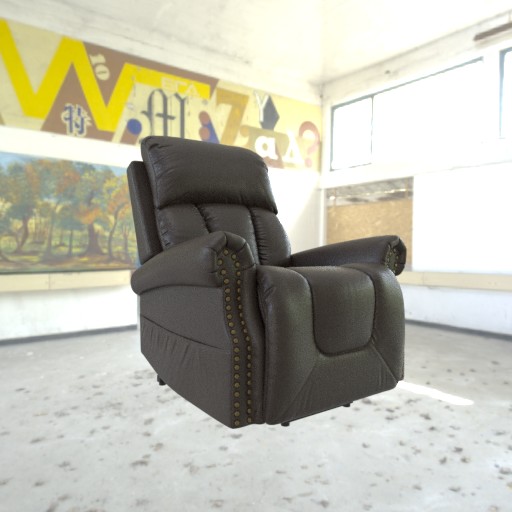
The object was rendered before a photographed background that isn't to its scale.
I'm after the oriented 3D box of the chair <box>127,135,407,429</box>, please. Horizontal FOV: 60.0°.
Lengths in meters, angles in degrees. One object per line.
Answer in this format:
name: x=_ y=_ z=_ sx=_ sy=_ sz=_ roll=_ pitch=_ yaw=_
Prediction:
chair: x=0.000 y=0.000 z=1.713 sx=0.869 sy=1.028 sz=0.978 roll=-1 pitch=2 yaw=-36
